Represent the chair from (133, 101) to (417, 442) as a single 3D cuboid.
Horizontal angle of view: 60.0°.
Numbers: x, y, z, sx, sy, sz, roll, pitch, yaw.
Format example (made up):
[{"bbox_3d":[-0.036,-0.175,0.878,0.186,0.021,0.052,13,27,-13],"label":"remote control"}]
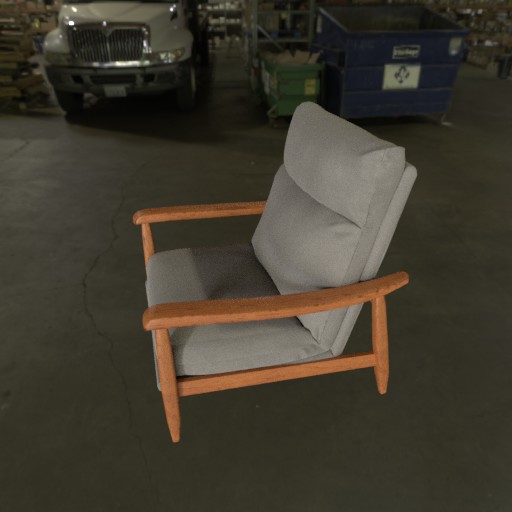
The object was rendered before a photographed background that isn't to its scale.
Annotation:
[{"bbox_3d":[0.000,0.000,1.579,0.816,0.922,0.782,-8,31,-14],"label":"chair"}]
